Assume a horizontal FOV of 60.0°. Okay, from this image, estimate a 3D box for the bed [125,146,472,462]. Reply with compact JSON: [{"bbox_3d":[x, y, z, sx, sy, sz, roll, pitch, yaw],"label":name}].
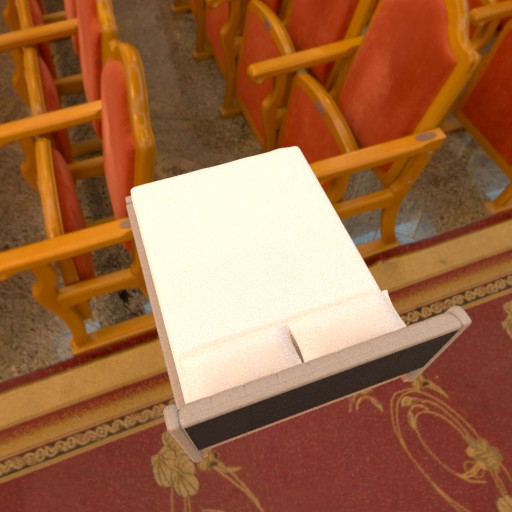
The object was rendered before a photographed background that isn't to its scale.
[{"bbox_3d":[0.000,0.000,3.225,1.656,1.147,2.232,-17,59,-10],"label":"bed"}]
